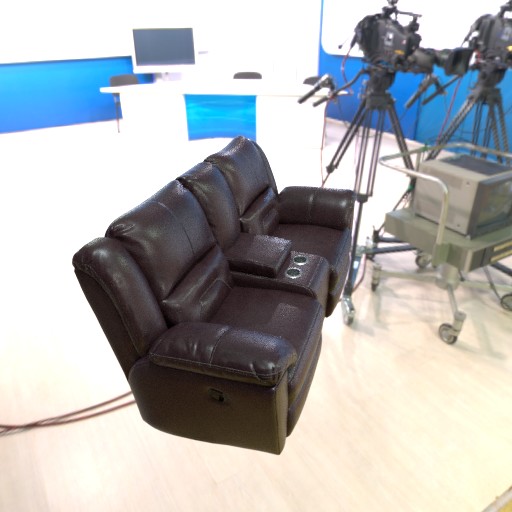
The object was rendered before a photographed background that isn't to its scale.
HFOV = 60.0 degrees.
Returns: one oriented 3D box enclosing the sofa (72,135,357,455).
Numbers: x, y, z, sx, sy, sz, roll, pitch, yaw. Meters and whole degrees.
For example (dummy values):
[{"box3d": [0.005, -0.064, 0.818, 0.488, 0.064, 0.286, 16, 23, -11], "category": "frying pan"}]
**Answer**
[{"box3d": [0.000, 0.000, 2.697, 0.991, 1.043, 2.058, 10, 31, 17], "category": "sofa"}]
